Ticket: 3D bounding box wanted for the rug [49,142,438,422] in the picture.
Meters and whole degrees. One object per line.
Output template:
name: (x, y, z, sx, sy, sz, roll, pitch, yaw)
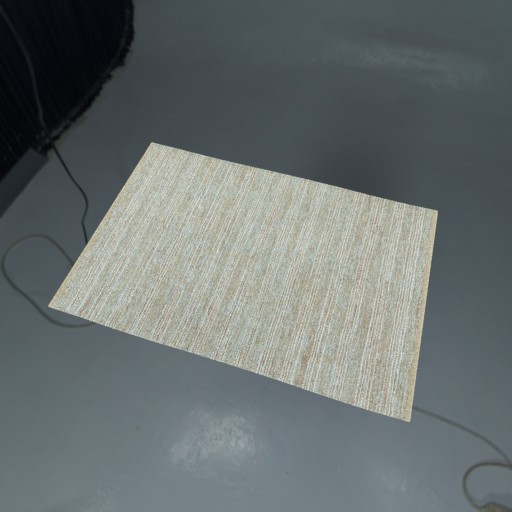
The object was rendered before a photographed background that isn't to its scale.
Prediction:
rug: (0.000, 0.000, 2.415, 1.824, 0.010, 1.240, 15, 59, 9)
